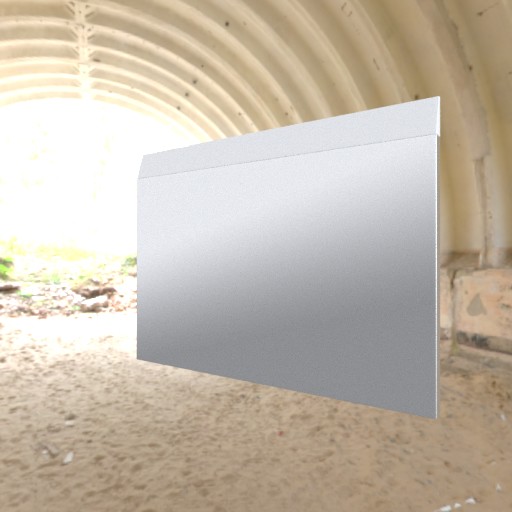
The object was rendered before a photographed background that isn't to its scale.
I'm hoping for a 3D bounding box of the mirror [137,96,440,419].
[{"bbox_3d":[0.000,0.000,1.115,0.870,0.630,0.030,0,0,35],"label":"mirror"}]
